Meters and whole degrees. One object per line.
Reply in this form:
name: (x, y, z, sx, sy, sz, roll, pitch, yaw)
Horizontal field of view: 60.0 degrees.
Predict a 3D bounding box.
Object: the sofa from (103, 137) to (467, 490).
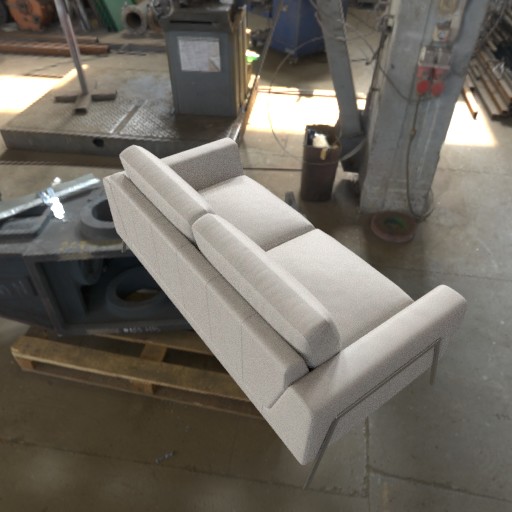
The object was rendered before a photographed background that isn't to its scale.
sofa: (0.000, 0.000, 2.508, 0.953, 0.875, 2.017, -26, 48, -26)
